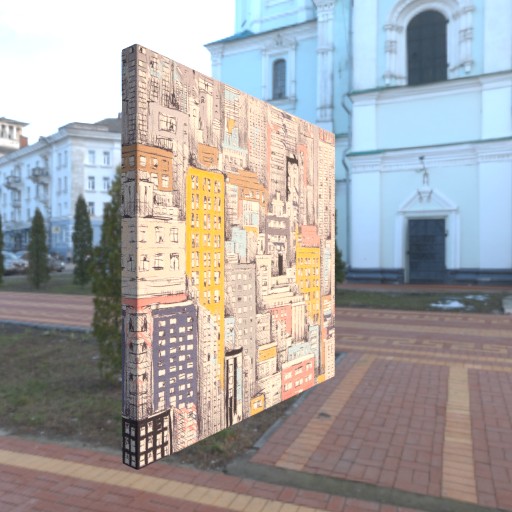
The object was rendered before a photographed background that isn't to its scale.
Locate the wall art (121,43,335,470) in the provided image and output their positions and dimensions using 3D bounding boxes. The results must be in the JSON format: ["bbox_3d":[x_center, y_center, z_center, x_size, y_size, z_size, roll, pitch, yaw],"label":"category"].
[{"bbox_3d":[0.000,0.000,1.102,0.048,0.762,0.761,0,1,37],"label":"wall art"}]
